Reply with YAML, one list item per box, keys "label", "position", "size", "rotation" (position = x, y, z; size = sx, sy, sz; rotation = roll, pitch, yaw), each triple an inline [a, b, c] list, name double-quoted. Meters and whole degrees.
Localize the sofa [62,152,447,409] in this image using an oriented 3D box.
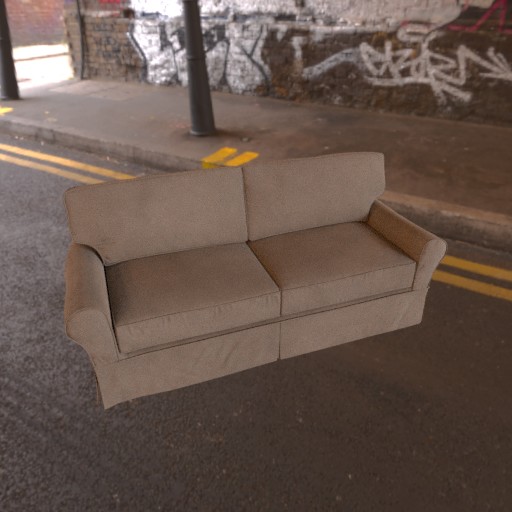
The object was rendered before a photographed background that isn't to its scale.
- label: "sofa"
  position: [0.000, 0.000, 2.790]
  size: [2.246, 1.014, 0.900]
  rotation: [-10, 32, -17]
